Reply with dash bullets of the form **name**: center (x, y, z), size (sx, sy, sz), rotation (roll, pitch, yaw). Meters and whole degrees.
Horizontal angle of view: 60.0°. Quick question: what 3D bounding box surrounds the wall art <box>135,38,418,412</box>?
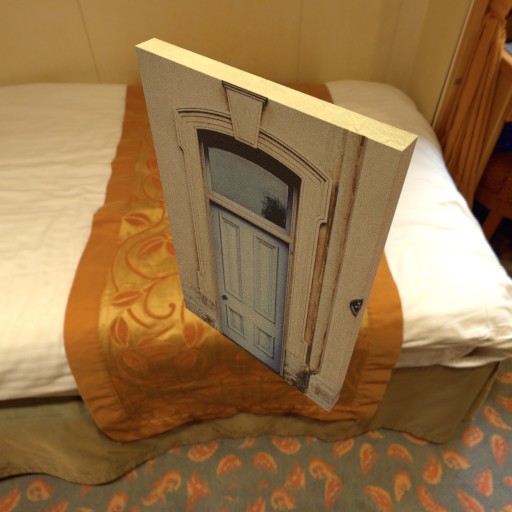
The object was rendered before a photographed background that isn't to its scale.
- **wall art**: center (0.000, 0.000, 0.756), size (0.403, 0.607, 0.036), rotation (31, 54, 26)
